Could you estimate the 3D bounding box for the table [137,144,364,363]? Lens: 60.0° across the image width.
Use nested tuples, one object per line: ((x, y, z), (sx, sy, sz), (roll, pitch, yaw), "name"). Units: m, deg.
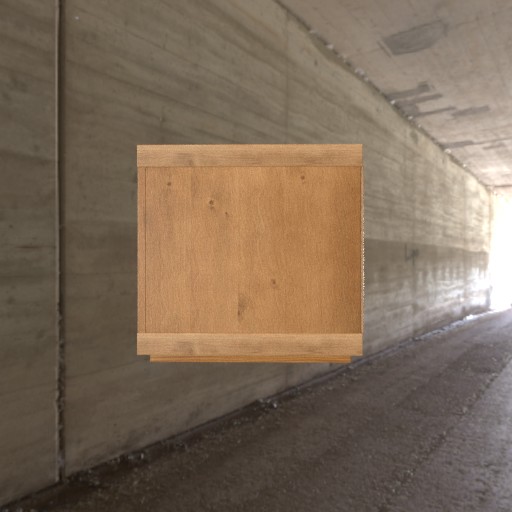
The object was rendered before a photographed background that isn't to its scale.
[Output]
((0.000, 0.000, 1.723), (0.499, 0.491, 1.499), (0, 0, 1), "table")
